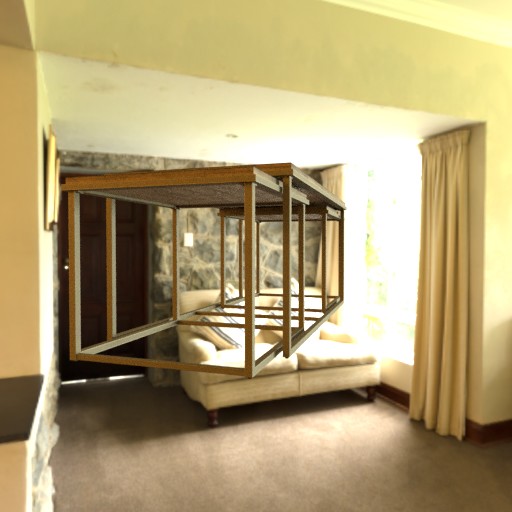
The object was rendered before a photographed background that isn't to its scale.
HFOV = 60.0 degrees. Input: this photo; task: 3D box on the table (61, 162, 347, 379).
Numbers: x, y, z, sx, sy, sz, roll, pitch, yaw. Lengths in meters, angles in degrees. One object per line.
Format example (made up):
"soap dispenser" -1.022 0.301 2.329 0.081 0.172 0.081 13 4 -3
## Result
"table" 0.000 0.000 1.491 0.489 0.427 1.312 0 1 18
